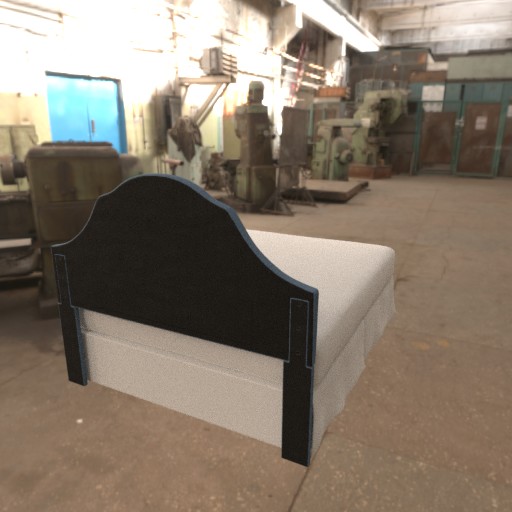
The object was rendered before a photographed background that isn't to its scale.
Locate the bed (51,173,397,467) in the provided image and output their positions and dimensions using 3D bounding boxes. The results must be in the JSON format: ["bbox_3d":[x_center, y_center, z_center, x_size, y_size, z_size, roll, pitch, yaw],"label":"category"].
[{"bbox_3d":[0.000,0.000,3.788,2.039,1.617,2.477,8,18,26],"label":"bed"}]
